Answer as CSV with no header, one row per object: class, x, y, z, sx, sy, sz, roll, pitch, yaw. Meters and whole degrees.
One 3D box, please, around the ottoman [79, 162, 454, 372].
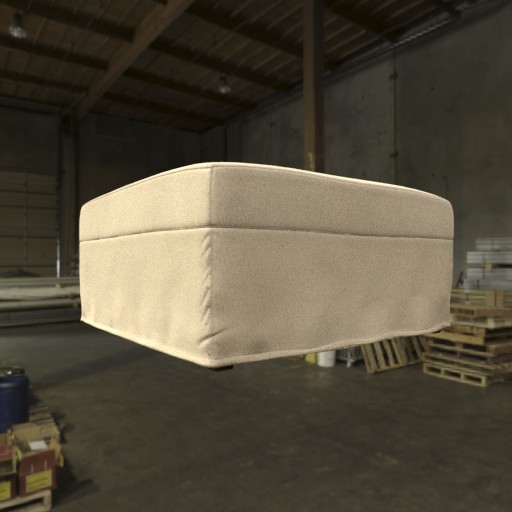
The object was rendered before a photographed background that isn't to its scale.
ottoman,0.000,0.000,1.351,0.842,0.441,0.843,0,-1,-37
